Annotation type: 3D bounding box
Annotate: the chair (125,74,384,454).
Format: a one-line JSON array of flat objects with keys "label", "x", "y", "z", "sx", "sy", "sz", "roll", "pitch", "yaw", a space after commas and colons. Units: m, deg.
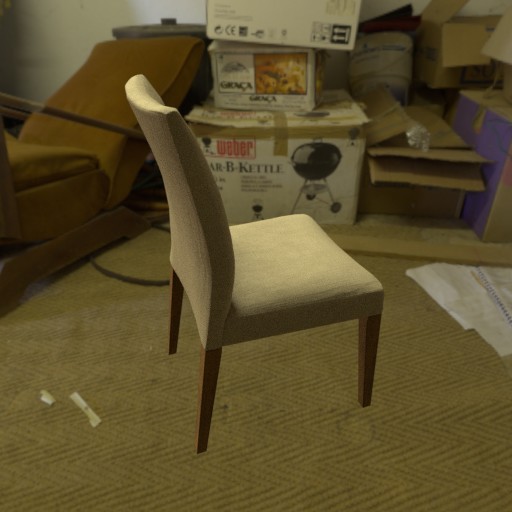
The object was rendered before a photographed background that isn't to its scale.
[{"label": "chair", "x": 0.000, "y": 0.000, "z": 1.265, "sx": 0.585, "sy": 0.940, "sz": 0.496, "roll": -11, "pitch": 33, "yaw": -17}]
